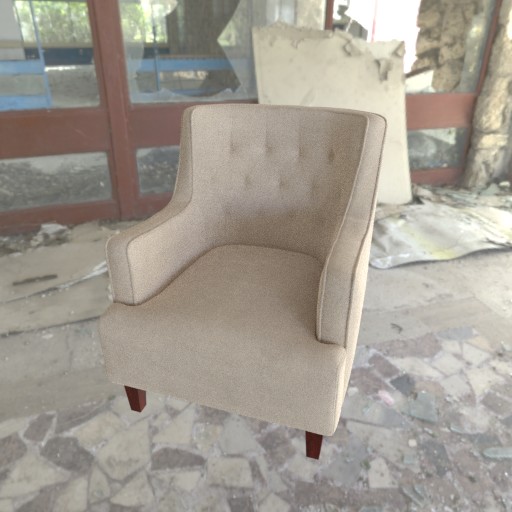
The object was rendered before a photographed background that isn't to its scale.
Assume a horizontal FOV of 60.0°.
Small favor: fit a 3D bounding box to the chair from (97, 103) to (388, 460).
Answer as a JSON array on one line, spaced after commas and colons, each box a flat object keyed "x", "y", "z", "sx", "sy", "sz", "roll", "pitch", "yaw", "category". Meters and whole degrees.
[{"x": 0.000, "y": 0.000, "z": 1.574, "sx": 0.781, "sy": 0.920, "sz": 0.910, "roll": 8, "pitch": 28, "yaw": 16, "category": "chair"}]
